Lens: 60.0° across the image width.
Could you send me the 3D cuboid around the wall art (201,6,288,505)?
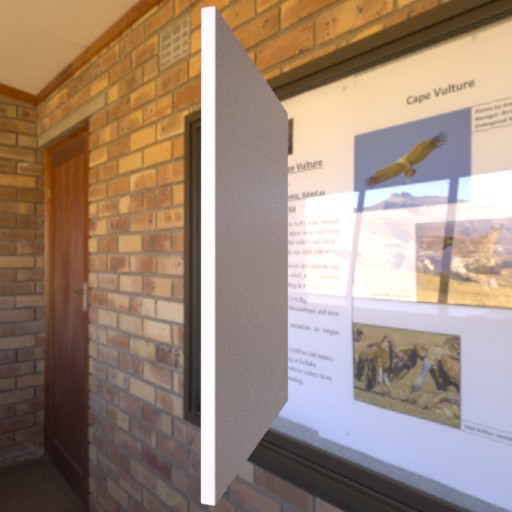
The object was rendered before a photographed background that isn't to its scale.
[{"bbox_3d":[0.000,0.000,1.438,0.038,1.183,0.808,0,0,16],"label":"wall art"}]
